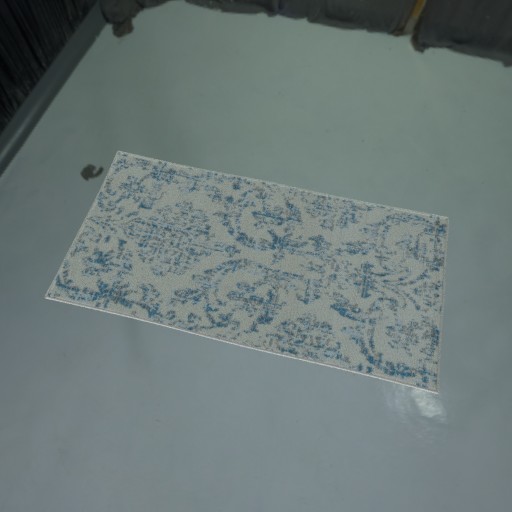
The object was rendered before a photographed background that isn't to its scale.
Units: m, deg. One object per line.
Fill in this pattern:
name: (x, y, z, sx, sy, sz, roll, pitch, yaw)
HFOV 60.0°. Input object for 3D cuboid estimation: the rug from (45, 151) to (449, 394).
rug: (0.000, 0.000, 1.457, 1.220, 0.007, 0.605, 12, 64, 6)
